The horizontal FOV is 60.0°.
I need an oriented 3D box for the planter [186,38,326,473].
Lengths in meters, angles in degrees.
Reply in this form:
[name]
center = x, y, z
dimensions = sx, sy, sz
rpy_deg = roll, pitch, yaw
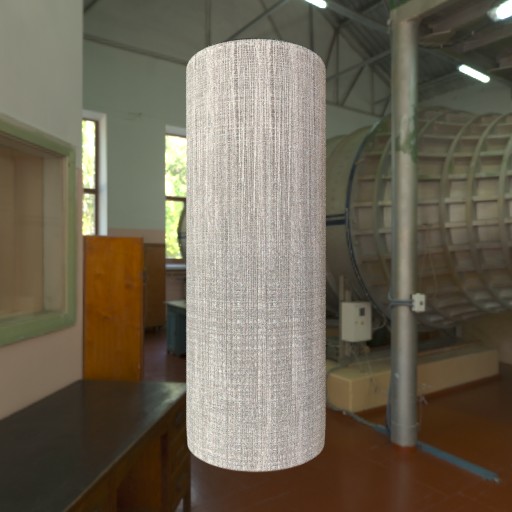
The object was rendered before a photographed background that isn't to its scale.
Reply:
[planter]
center = 0.000, 0.000, 0.322
dimensions = 0.100, 0.270, 0.100
rpy_deg = 0, 0, 0
